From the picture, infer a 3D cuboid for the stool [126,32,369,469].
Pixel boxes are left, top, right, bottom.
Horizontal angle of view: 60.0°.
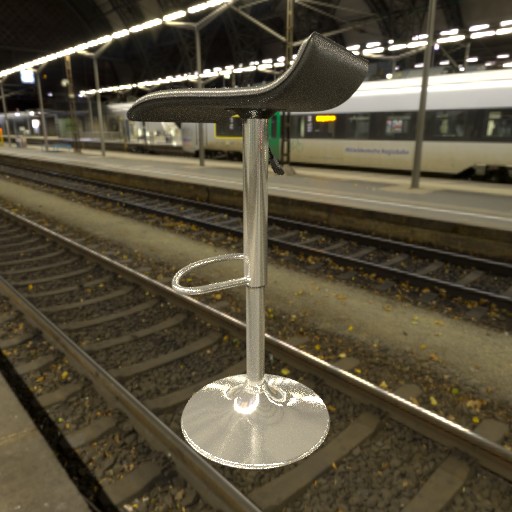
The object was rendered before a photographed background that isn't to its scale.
[{"bbox_3d":[0.000,0.000,1.022,0.381,0.851,0.381,8,18,25],"label":"stool"}]
